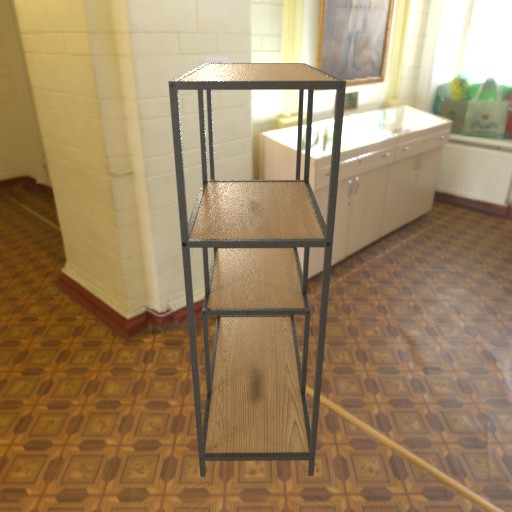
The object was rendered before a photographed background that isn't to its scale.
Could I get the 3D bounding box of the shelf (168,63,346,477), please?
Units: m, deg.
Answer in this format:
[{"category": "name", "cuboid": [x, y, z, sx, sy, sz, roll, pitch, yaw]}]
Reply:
[{"category": "shelf", "cuboid": [0.000, 0.000, 1.465, 0.350, 1.138, 0.770, 0, 26, 0]}]
